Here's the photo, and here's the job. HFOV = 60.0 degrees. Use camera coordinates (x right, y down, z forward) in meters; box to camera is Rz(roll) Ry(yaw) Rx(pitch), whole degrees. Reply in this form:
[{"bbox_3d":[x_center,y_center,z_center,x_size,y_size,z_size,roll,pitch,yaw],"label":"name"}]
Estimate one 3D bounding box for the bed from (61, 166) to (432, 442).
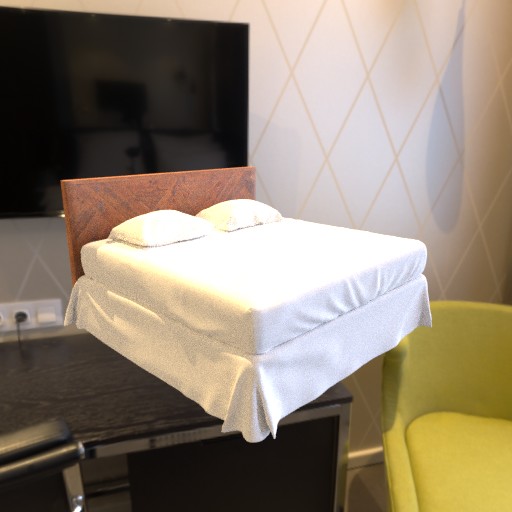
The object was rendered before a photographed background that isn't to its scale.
[{"bbox_3d":[0.000,0.000,3.447,2.165,1.158,2.255,15,21,42],"label":"bed"}]
